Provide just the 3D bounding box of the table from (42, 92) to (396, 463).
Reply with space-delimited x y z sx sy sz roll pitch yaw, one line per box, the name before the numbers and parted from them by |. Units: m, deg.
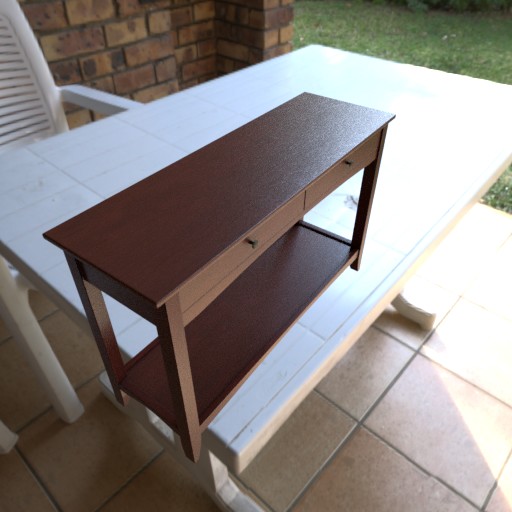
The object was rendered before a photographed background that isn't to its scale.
table | 0.000 0.000 1.568 0.392 0.739 1.188 25 46 27
